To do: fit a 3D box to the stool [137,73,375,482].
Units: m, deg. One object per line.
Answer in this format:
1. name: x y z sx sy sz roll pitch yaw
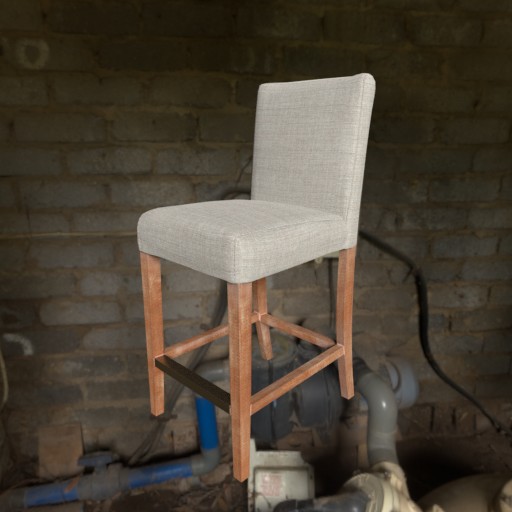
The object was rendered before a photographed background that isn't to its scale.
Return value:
1. stool: 0.000 0.000 1.341 0.454 1.039 0.567 15 22 43
